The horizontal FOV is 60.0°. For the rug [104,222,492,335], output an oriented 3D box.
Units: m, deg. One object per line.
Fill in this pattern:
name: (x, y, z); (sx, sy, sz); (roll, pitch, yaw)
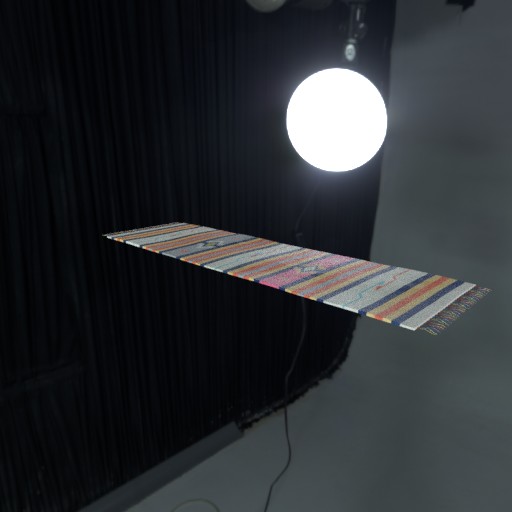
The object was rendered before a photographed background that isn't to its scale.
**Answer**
rug: (0.000, 0.000, 2.668); (2.455, 0.017, 0.695); (14, 21, 41)
